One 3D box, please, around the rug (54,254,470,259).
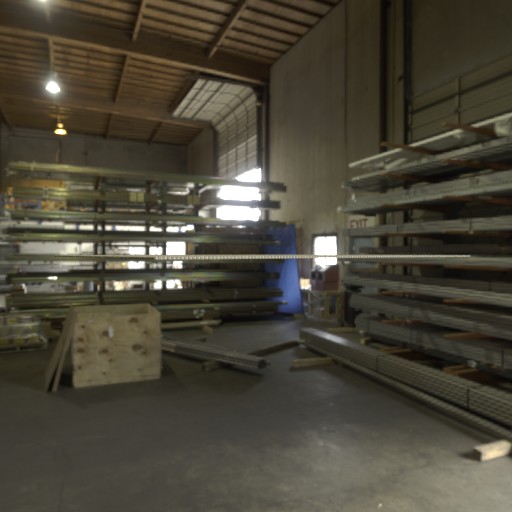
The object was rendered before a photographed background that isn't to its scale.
[{"bbox_3d":[0.000,0.000,4.134,3.048,0.013,2.438,0,0,-35],"label":"rug"}]
